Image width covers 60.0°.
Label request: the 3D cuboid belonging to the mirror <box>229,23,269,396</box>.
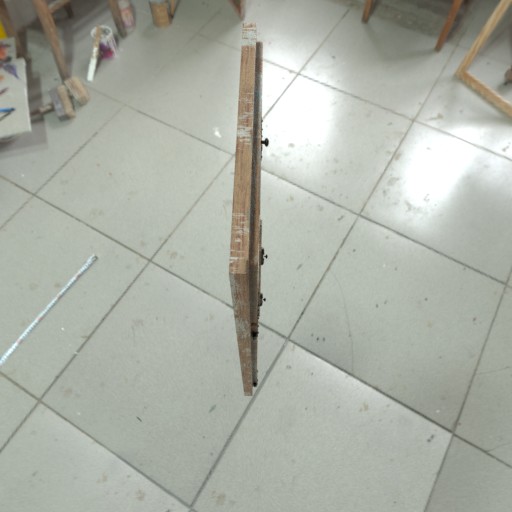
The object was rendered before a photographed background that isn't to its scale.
[{"bbox_3d":[0.000,0.000,1.506,0.083,1.213,0.707,1,62,1],"label":"mirror"}]
